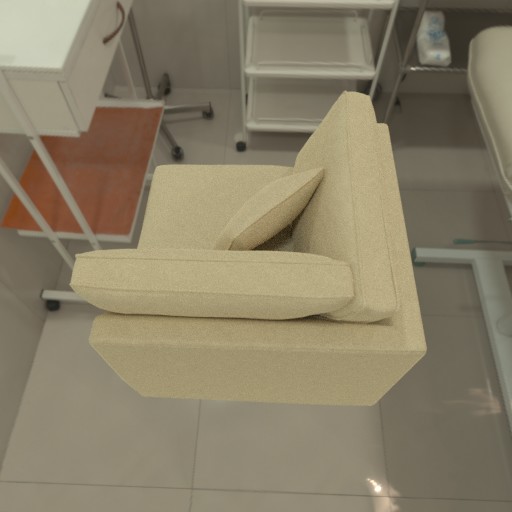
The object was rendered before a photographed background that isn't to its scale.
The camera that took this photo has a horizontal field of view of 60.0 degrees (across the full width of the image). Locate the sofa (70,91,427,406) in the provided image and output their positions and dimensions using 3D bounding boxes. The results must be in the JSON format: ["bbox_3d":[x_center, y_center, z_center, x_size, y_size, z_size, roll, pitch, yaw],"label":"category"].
[{"bbox_3d":[0.000,0.000,1.974,1.146,1.002,1.084,2,59,1],"label":"sofa"}]
